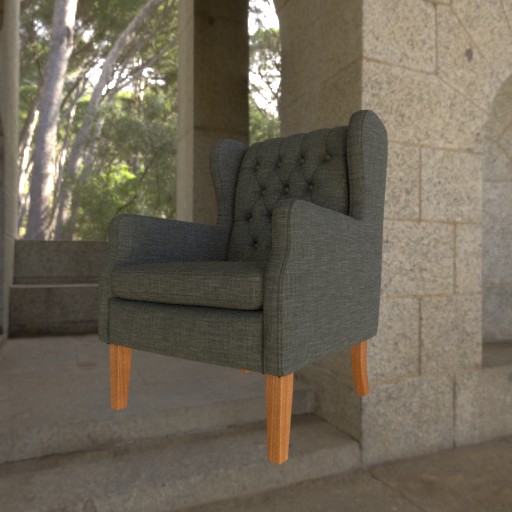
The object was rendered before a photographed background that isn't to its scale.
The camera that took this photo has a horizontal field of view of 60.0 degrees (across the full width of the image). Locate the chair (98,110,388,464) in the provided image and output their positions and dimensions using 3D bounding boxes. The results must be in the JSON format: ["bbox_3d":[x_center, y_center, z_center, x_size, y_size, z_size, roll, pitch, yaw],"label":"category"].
[{"bbox_3d":[0.000,0.000,1.467,0.711,0.953,0.775,0,0,37],"label":"chair"}]
